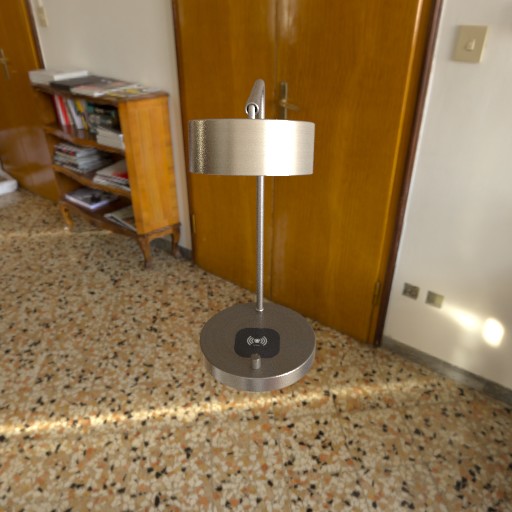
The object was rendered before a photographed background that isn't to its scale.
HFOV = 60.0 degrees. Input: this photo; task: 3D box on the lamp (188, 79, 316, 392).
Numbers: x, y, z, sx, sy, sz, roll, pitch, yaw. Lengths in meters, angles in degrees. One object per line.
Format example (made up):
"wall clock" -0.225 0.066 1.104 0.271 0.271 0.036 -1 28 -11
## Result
"lamp" 0.000 0.000 0.654 0.211 0.469 0.334 1 30 3
